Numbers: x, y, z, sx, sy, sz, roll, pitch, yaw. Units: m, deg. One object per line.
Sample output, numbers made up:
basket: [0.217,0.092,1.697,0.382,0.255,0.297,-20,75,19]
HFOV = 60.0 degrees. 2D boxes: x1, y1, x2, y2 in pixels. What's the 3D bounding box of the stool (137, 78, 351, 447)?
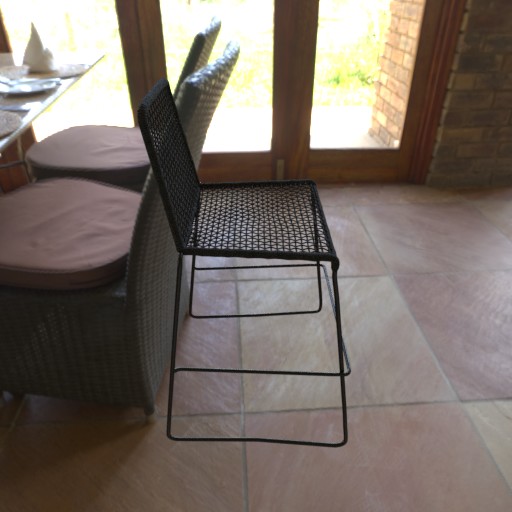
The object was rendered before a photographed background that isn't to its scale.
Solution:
stool: [0.000,0.000,1.243,0.509,0.905,0.590,0,33,0]
